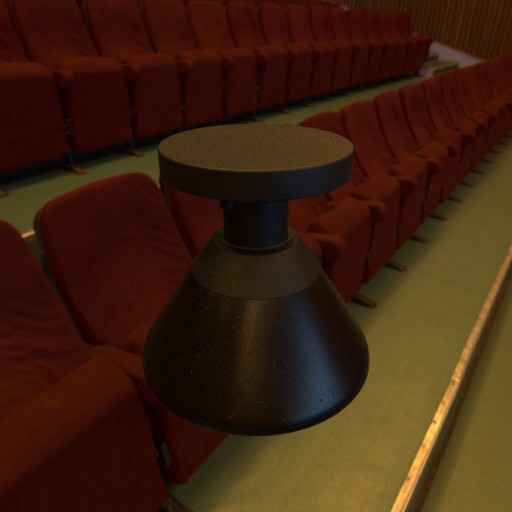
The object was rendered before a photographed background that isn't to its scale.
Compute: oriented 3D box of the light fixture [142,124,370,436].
[{"bbox_3d":[0.000,0.000,0.360,0.200,0.183,0.200,0,27,0],"label":"light fixture"}]
